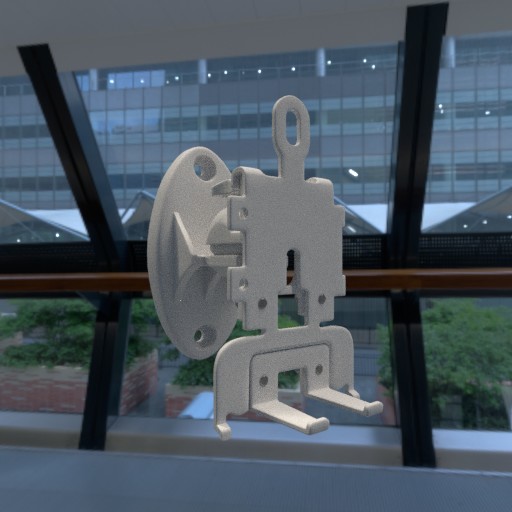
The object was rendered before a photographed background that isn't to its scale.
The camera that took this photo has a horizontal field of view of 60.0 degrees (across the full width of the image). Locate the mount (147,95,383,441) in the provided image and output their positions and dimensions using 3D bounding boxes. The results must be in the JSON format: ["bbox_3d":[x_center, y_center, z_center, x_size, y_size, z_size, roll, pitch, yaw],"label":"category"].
[{"bbox_3d":[0.000,0.000,0.182,0.066,0.118,0.100,0,0,-37],"label":"mount"}]
